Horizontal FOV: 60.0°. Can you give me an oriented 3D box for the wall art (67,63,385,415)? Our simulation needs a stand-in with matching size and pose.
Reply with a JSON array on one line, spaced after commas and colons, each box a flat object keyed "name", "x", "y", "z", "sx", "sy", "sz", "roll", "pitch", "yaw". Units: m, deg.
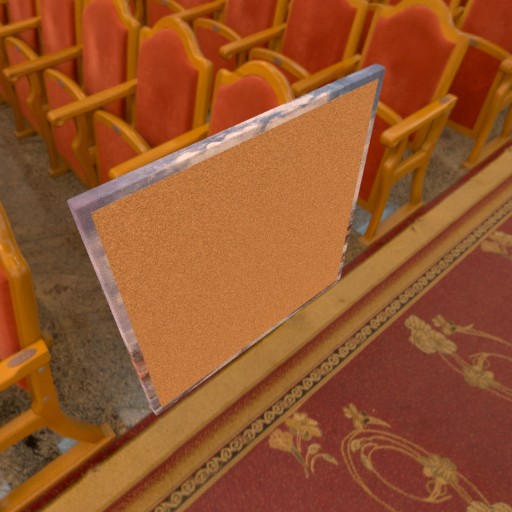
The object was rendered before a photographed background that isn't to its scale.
[{"name": "wall art", "x": 0.000, "y": 0.000, "z": 1.513, "sx": 1.010, "sy": 1.020, "sz": 0.040, "roll": -32, "pitch": 55, "yaw": -26}]
